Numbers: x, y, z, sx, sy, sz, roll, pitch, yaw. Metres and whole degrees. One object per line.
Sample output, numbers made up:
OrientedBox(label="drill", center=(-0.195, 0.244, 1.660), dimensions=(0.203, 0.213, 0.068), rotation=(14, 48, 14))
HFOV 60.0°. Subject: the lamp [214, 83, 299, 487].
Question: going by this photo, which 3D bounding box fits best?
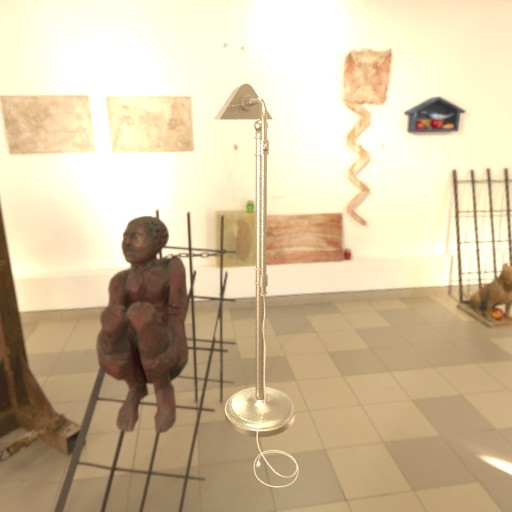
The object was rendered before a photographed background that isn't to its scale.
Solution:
OrientedBox(label="lamp", center=(0.000, 0.000, 0.951), dimensions=(0.159, 0.708, 0.546), rotation=(-3, 18, -9))
